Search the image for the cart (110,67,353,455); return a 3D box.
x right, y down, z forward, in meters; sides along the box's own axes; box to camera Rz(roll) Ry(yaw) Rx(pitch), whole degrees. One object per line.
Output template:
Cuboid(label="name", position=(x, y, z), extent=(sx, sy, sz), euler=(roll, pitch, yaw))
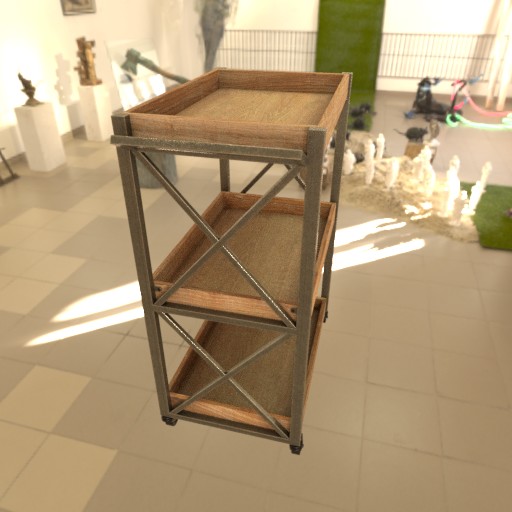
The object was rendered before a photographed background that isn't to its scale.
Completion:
Cuboid(label="cart", position=(0.000, 0.000, 1.168), extent=(0.377, 0.835, 0.673), euler=(8, 32, 12))
